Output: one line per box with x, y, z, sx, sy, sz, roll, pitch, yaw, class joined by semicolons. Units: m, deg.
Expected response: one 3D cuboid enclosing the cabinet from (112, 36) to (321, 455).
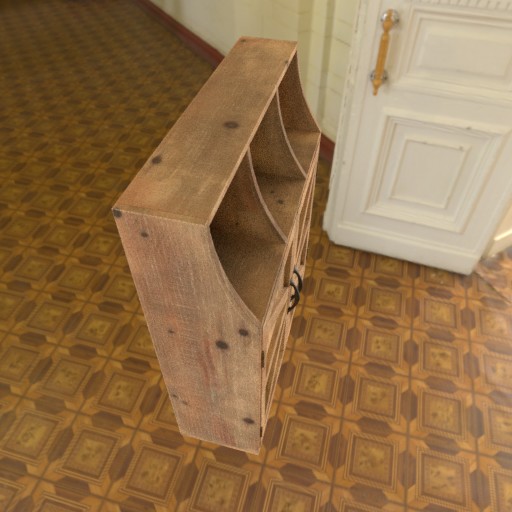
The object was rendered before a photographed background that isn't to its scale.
0.000;0.000;0.823;0.184;0.590;0.489;11;47;10;cabinet
